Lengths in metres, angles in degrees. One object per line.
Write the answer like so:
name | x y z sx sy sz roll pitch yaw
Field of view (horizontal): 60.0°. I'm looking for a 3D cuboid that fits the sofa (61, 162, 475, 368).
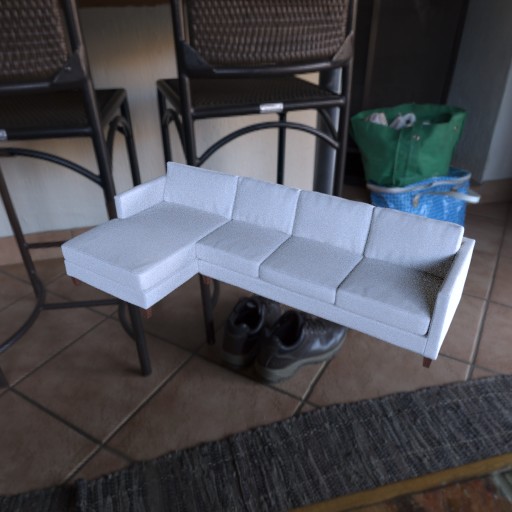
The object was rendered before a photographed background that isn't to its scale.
sofa | 0.000 0.000 3.830 3.186 0.861 1.625 18 35 28
